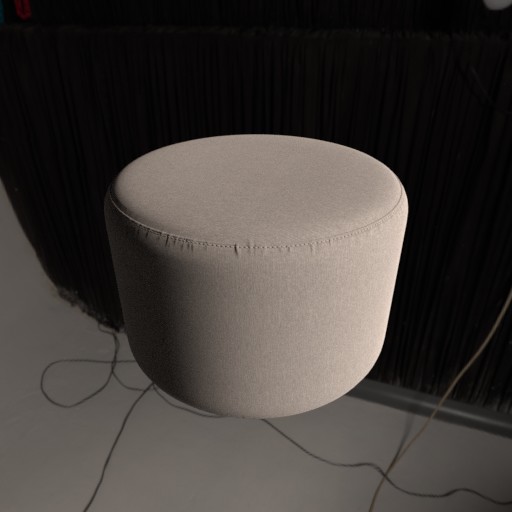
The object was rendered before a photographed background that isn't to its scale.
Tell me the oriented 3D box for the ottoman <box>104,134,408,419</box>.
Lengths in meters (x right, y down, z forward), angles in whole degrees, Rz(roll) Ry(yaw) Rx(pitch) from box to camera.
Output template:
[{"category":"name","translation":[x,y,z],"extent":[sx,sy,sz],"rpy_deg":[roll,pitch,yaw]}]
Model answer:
[{"category":"ottoman","translation":[0.000,0.000,0.998],"extent":[0.608,0.433,0.608],"rpy_deg":[0,30,0]}]
